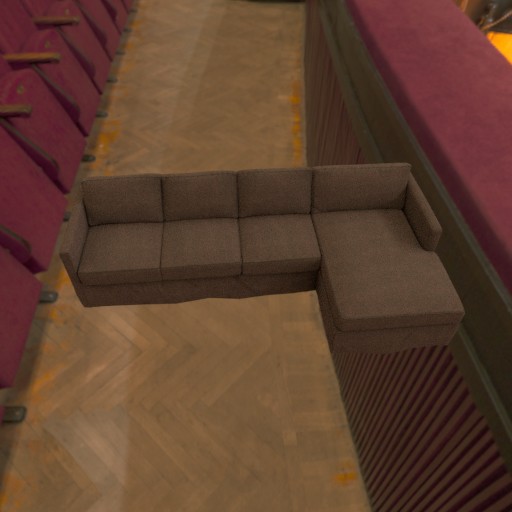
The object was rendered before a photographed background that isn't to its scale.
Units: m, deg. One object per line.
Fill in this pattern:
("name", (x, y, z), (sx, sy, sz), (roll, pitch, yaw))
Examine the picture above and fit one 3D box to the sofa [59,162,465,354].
("sofa", (0.000, 0.000, 3.896), (3.205, 0.922, 1.650), (-4, 46, -3))
